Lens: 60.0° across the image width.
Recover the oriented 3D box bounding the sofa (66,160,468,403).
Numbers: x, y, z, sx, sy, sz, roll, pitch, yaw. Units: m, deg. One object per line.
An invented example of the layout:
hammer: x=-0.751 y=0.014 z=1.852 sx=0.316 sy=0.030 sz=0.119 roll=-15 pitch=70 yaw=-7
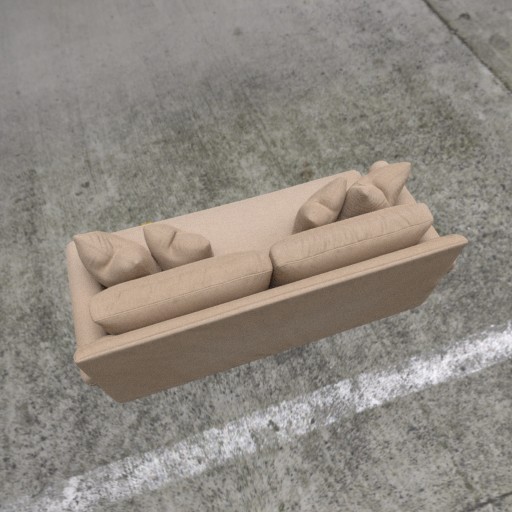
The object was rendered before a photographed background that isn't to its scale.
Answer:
sofa: x=0.000 y=0.000 z=2.843 sx=2.285 sy=0.904 sz=1.067 roll=-16 pitch=59 yaw=-10
